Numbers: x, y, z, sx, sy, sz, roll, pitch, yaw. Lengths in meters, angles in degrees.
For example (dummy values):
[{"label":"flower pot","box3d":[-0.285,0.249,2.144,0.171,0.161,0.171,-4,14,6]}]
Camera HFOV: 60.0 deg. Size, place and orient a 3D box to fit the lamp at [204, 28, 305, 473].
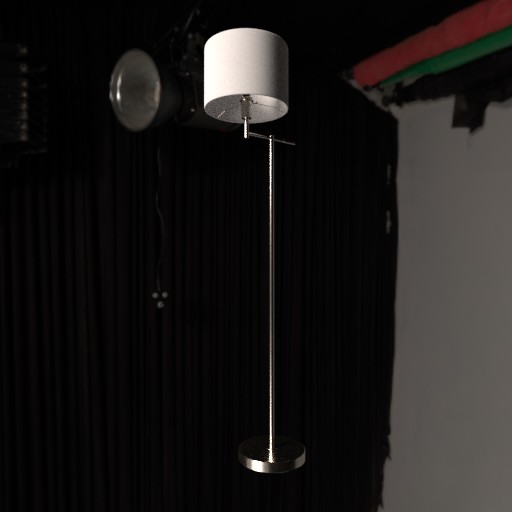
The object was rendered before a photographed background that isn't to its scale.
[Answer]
[{"label":"lamp","box3d":[0.000,0.000,1.734,0.416,1.600,0.324,1,-2,-37]}]
